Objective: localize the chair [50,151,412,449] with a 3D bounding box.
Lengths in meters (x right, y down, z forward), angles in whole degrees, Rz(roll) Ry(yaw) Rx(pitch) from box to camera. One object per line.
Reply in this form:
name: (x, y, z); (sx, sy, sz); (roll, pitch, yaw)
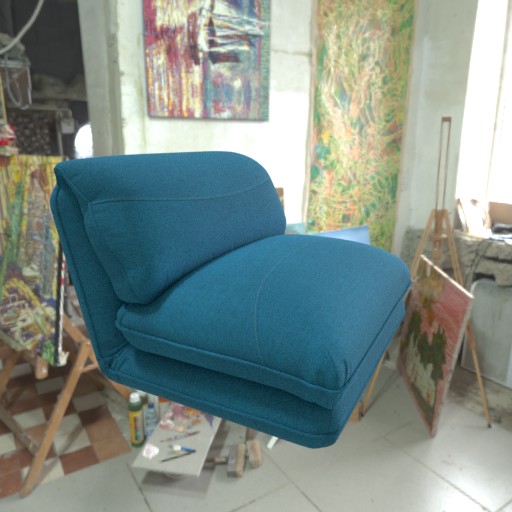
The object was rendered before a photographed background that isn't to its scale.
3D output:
chair: (0.000, 0.000, 1.289); (0.780, 0.580, 0.820); (8, 17, 27)
